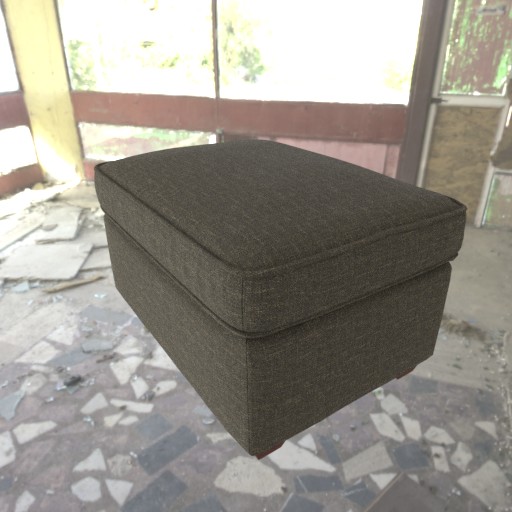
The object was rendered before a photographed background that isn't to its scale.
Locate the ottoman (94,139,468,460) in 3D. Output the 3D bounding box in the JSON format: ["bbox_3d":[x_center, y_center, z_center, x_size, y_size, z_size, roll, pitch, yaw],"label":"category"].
[{"bbox_3d":[0.000,0.000,1.071,0.549,0.450,0.749,-17,31,-30],"label":"ottoman"}]
